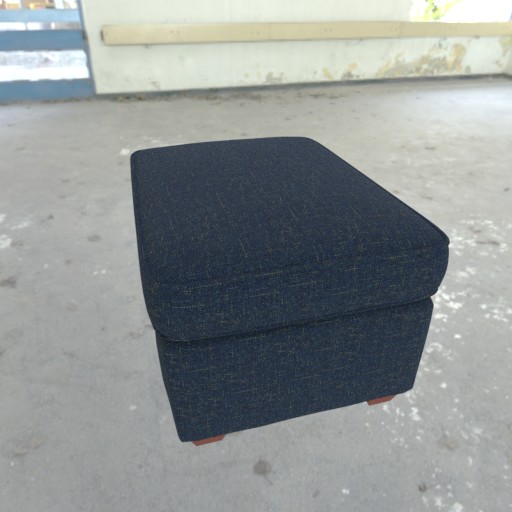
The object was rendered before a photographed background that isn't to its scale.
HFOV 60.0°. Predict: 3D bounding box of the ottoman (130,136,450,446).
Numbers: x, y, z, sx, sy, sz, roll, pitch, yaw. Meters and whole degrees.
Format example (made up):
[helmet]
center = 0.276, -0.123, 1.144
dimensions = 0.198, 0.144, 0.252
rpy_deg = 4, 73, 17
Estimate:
[ottoman]
center = 0.000, 0.000, 1.098
dimensions = 0.549, 0.450, 0.749
rpy_deg = -8, 31, -13
